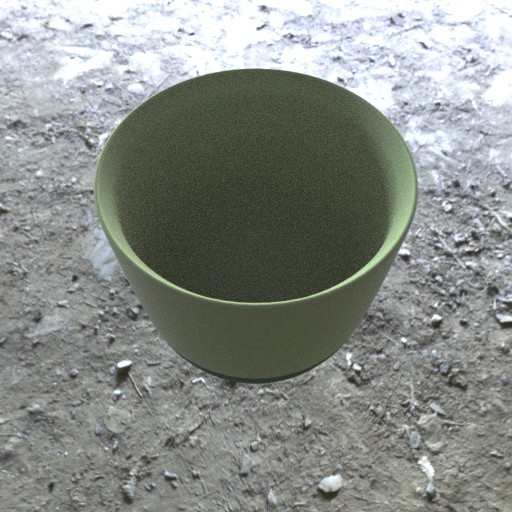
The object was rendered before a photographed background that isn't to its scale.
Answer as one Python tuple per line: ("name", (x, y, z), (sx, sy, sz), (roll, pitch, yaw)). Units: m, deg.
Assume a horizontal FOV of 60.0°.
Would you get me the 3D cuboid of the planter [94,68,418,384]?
("planter", (0.000, 0.000, 0.371), (0.204, 0.214, 0.204), (0, 57, 0))
